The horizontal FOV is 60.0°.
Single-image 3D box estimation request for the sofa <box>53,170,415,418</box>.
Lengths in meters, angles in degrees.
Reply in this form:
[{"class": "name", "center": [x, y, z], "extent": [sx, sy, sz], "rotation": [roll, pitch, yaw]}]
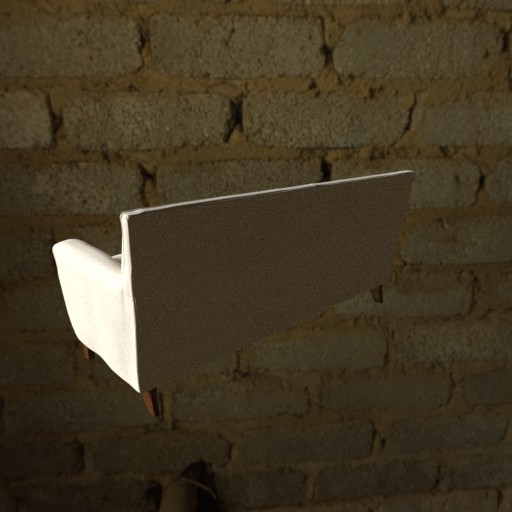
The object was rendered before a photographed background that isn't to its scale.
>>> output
[{"class": "sofa", "center": [0.000, 0.000, 2.554], "extent": [2.001, 0.907, 0.841], "rotation": [-16, 23, -41]}]
